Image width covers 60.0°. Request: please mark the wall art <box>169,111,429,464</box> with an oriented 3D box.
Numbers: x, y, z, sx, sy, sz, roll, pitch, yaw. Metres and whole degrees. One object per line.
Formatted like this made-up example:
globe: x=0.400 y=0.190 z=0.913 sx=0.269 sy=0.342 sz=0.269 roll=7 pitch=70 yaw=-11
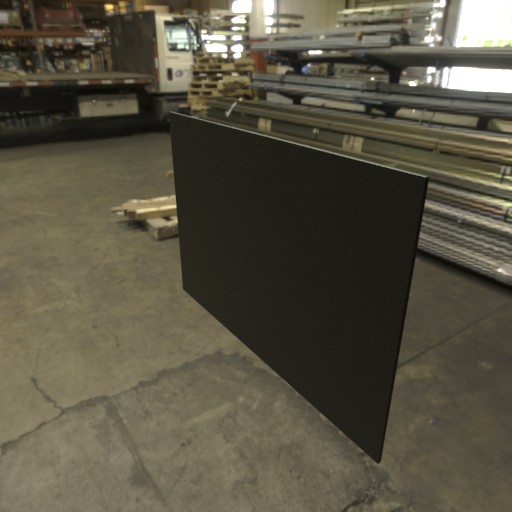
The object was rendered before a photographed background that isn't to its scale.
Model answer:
wall art: x=0.000 y=0.000 z=1.496 sx=0.013 sy=0.811 sz=1.192 roll=-17 pitch=30 yaw=-31
